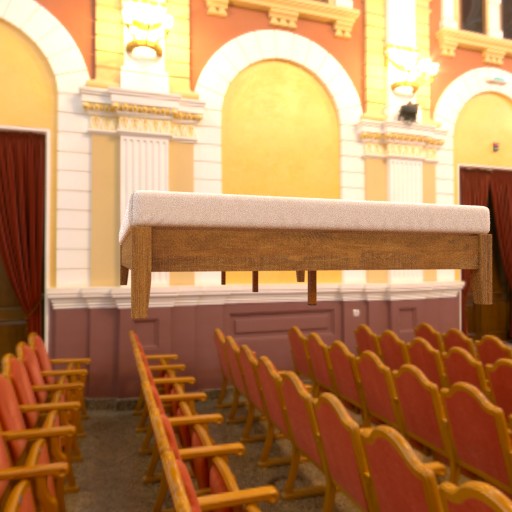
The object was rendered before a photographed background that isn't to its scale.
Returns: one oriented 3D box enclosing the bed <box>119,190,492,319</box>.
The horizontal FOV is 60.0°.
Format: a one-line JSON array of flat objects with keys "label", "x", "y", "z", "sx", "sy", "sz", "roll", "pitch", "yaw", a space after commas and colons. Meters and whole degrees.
[{"label": "bed", "x": 0.000, "y": 0.000, "z": 2.651, "sx": 1.536, "sy": 0.431, "sz": 2.016, "roll": 0, "pitch": 0, "yaw": -18}]
